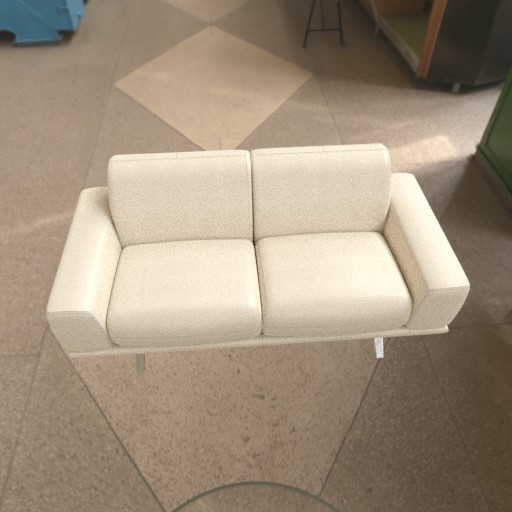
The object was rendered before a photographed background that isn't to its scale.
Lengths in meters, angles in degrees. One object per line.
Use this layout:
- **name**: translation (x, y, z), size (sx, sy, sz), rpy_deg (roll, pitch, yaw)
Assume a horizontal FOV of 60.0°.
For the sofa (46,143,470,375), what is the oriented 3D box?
- **sofa**: translation (0.000, 0.000, 2.336), size (1.901, 0.772, 0.900), rpy_deg (-3, 47, -3)
